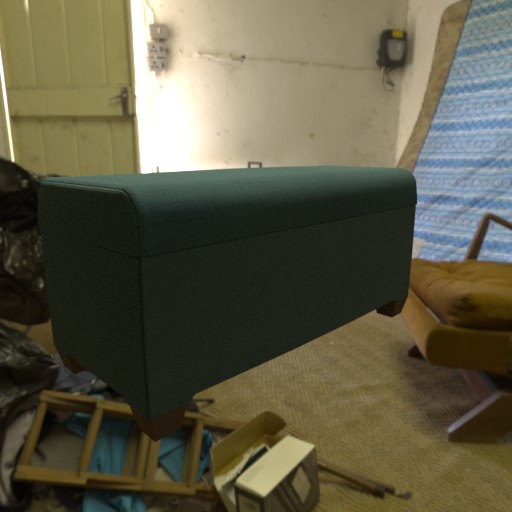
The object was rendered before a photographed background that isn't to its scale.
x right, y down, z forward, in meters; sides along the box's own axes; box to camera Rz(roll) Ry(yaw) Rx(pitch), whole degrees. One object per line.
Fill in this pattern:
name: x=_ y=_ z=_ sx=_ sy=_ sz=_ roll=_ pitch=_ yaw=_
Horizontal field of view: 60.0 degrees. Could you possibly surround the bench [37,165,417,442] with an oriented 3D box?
bench: x=0.000 y=0.000 z=1.223 sx=0.995 sy=0.474 sz=0.476 roll=-13 pitch=19 yaw=-43
